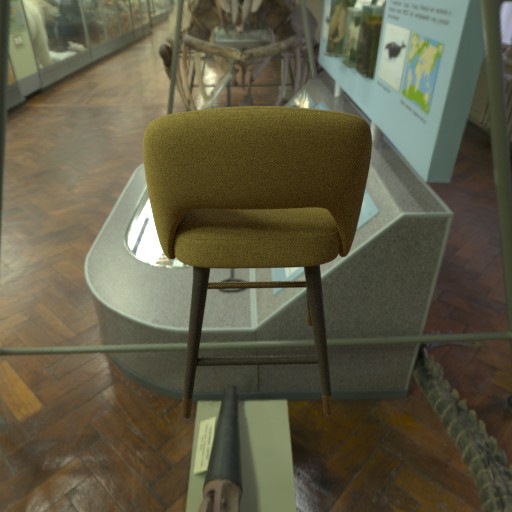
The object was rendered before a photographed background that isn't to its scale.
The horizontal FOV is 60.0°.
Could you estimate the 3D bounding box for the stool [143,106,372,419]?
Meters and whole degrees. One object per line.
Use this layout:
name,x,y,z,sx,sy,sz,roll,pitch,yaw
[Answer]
stool,0.000,0.000,1.268,0.536,0.939,0.522,-1,31,-1
